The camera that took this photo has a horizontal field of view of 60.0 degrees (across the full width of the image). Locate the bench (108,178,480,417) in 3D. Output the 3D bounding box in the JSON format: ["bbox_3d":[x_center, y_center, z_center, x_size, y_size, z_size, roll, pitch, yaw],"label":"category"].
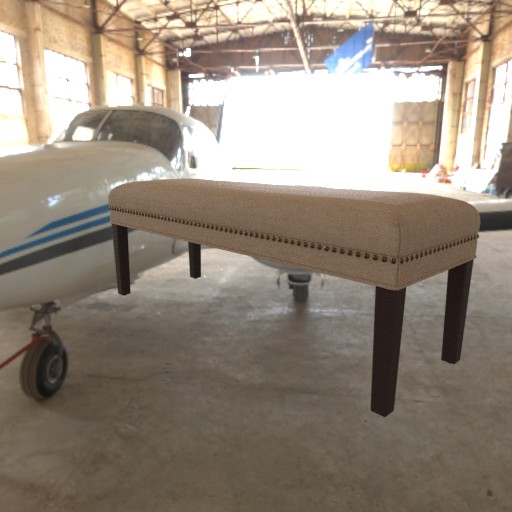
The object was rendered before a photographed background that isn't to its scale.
[{"bbox_3d":[0.000,0.000,1.442,0.410,0.457,1.219,-12,18,-43],"label":"bench"}]
